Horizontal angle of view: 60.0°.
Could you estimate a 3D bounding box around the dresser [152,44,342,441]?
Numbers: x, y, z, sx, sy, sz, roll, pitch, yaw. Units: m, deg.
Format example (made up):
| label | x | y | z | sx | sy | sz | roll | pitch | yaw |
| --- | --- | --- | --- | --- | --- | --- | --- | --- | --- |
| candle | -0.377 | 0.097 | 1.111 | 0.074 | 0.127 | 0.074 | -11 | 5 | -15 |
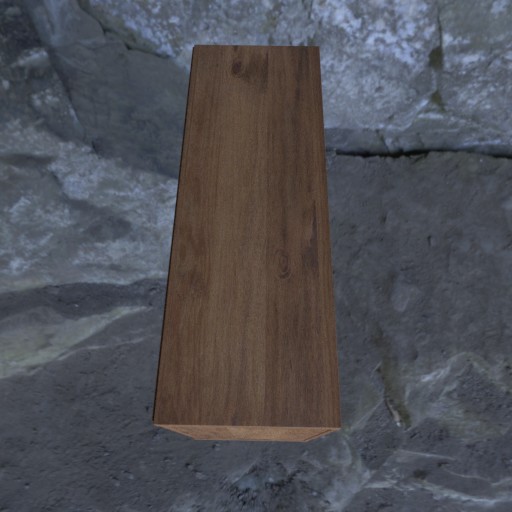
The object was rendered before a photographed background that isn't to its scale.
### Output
| label | x | y | z | sx | sy | sz | roll | pitch | yaw |
| --- | --- | --- | --- | --- | --- | --- | --- | --- | --- |
| dresser | 0.000 | 0.000 | 1.674 | 0.479 | 0.825 | 1.261 | 1 | 65 | 0 |
